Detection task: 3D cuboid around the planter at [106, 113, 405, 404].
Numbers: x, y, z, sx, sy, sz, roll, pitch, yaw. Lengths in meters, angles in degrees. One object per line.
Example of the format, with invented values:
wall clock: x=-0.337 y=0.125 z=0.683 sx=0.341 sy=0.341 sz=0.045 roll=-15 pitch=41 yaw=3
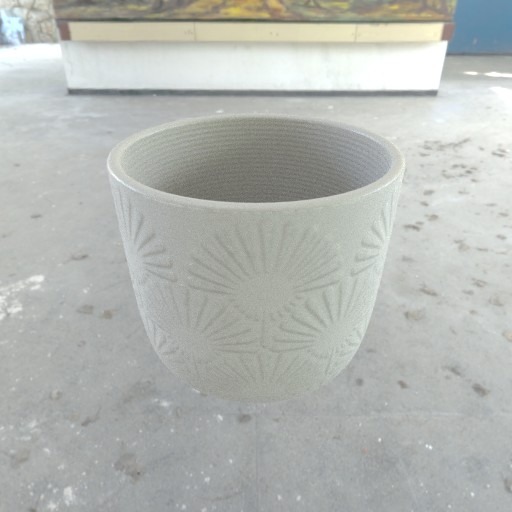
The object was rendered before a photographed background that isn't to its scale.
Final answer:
planter: x=0.000 y=0.000 z=0.218 sx=0.124 sy=0.109 sz=0.124 roll=0 pitch=31 yaw=0
